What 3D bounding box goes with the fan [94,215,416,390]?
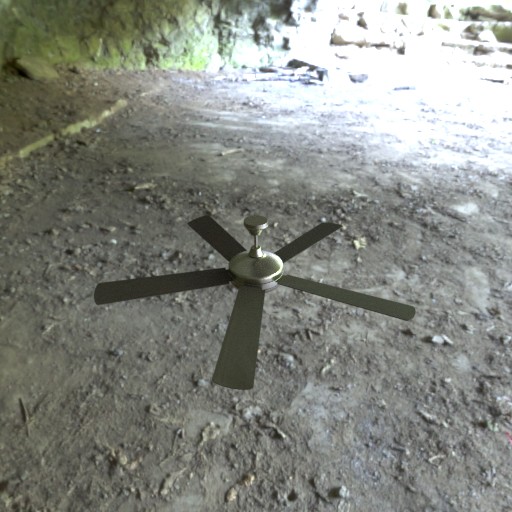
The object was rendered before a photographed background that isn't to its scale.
[{"bbox_3d":[0.000,0.000,1.991,1.321,0.356,1.321,-22,37,-33],"label":"fan"}]
